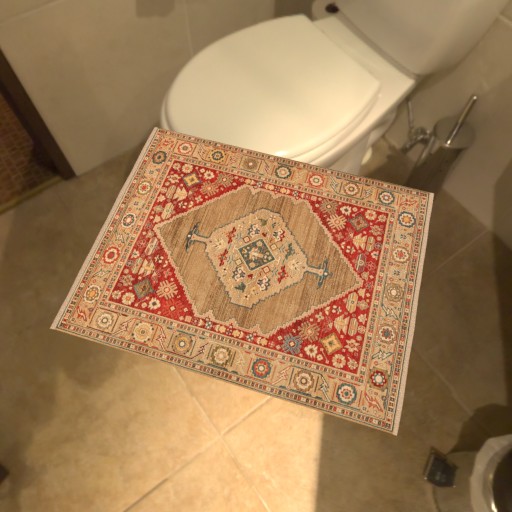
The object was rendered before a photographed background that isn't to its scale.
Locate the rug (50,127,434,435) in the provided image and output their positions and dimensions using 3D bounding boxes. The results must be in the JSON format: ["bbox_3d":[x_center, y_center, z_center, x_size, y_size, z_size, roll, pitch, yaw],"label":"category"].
[{"bbox_3d":[0.000,0.000,4.298,3.143,0.008,2.451,15,65,7],"label":"rug"}]
